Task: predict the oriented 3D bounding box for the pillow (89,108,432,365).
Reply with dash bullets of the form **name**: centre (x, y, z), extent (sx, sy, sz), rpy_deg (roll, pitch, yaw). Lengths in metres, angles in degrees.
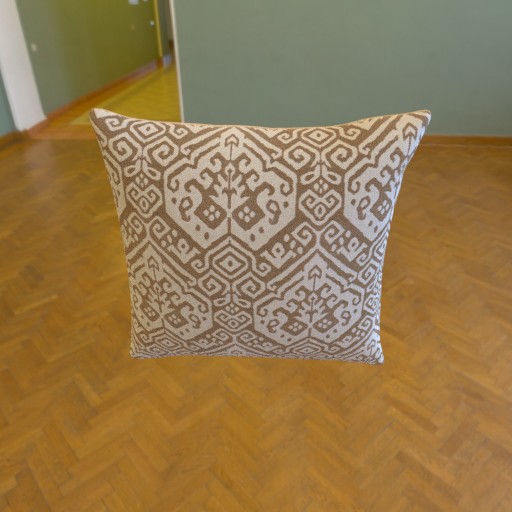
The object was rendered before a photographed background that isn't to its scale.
- **pillow**: centre (0.000, 0.000, 0.632), extent (0.419, 0.407, 0.173), rpy_deg (1, 31, 2)
